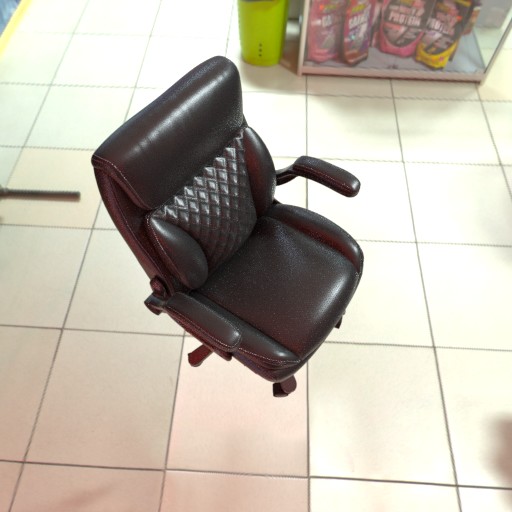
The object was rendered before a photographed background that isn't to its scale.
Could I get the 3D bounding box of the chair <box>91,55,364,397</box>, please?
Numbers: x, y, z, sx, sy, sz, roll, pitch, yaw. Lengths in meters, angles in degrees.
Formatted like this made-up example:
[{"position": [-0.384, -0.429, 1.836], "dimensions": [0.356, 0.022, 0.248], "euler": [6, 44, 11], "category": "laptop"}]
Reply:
[{"position": [0.000, 0.000, 1.607], "dimensions": [0.724, 1.110, 0.782], "euler": [32, 64, 18], "category": "chair"}]
